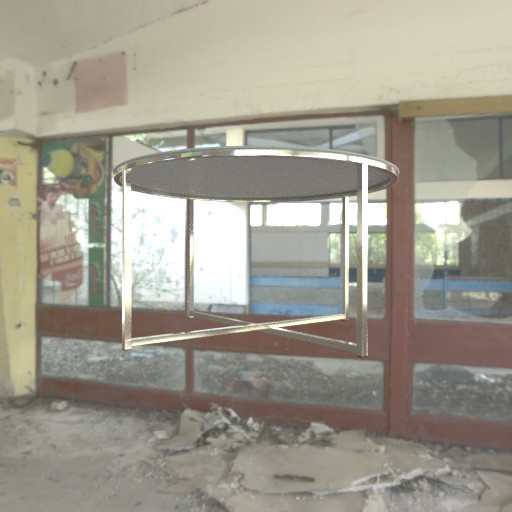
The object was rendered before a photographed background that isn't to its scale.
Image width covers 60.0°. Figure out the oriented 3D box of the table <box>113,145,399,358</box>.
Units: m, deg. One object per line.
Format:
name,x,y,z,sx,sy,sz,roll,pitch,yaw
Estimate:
table,0.000,0.000,1.300,0.800,0.450,0.800,0,0,0
